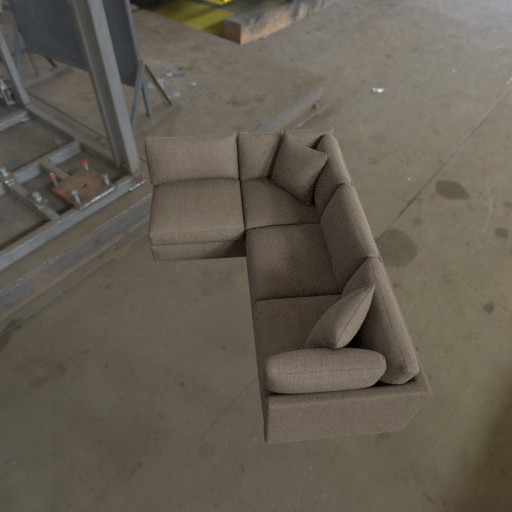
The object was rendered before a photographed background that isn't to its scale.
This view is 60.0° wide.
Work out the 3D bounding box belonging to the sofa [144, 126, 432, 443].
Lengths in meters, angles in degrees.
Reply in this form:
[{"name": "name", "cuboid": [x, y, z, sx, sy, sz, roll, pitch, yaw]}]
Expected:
[{"name": "sofa", "cuboid": [0.000, 0.000, 3.851, 1.994, 0.978, 2.896, -4, 48, -4]}]
